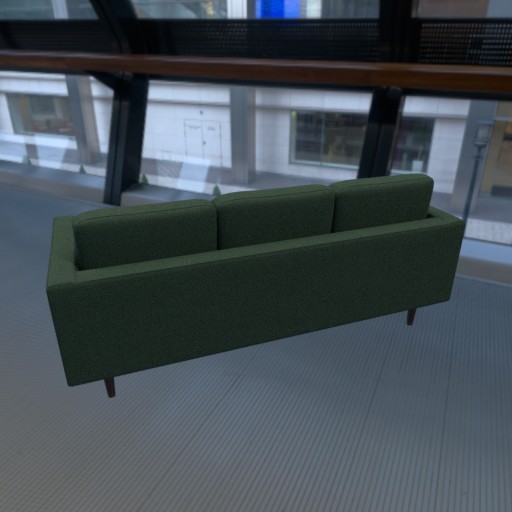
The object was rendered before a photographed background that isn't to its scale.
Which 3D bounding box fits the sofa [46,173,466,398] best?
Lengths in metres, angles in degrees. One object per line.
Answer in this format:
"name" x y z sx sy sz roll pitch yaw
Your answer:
"sofa" 0.000 0.000 2.461 2.029 0.899 0.879 -9 27 -19
